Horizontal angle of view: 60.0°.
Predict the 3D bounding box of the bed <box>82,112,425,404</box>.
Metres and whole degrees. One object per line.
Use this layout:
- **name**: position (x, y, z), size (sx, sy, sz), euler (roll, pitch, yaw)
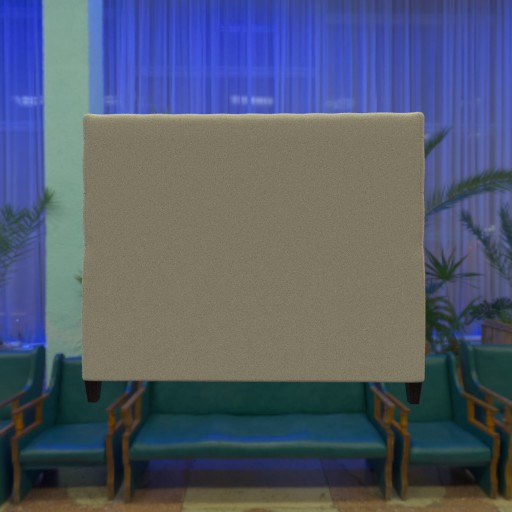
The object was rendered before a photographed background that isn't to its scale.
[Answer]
- **bed**: position (0.000, 0.000, 3.259), size (1.696, 1.426, 2.233), euler (0, 1, 1)
